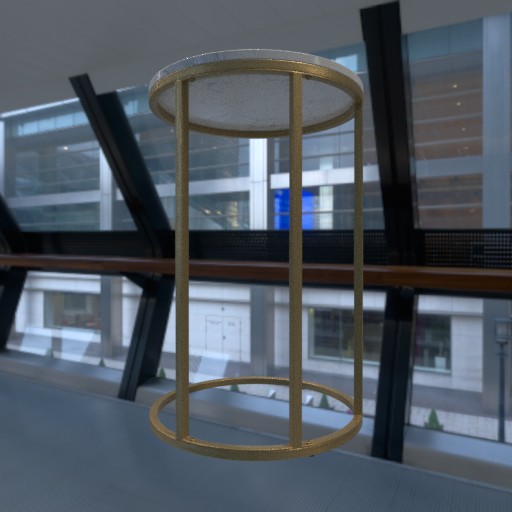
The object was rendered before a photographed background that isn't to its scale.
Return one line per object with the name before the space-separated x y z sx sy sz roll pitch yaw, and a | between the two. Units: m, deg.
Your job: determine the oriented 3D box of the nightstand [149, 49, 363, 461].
nightstand | 0.000 0.000 0.852 0.400 0.610 0.400 0 0 -18
